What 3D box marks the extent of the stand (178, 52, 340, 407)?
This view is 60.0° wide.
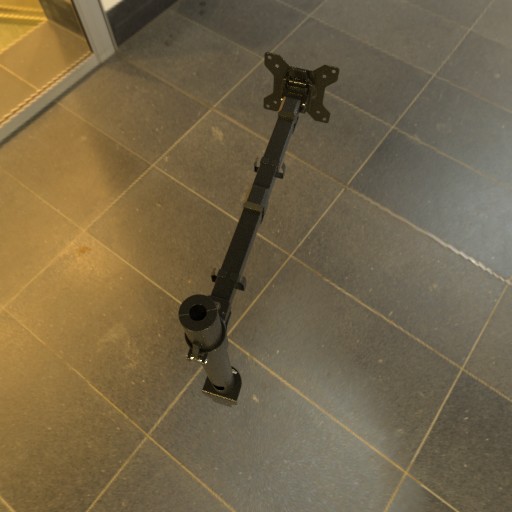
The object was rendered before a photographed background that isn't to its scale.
[{"bbox_3d":[0.000,0.000,0.750,0.115,0.510,0.456,16,65,7],"label":"stand"}]
